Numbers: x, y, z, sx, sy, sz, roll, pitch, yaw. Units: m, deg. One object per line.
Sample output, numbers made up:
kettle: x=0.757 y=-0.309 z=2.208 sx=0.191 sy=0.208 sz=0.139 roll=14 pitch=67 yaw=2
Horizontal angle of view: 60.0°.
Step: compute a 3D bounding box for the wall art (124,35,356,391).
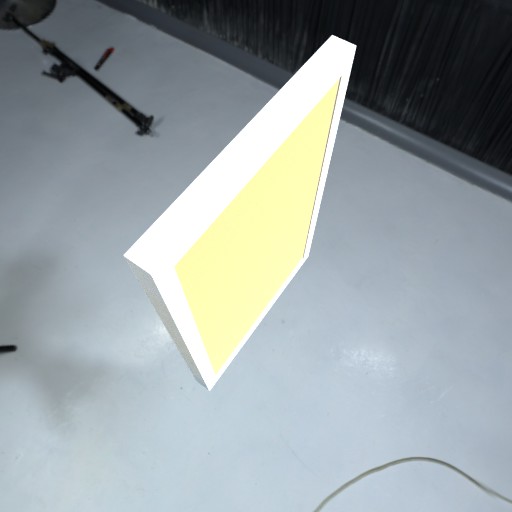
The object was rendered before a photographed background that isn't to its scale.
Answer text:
wall art: x=0.000 y=0.000 z=0.787 sx=0.038 sy=0.611 sz=0.408 roll=32 pitch=67 yaw=15
